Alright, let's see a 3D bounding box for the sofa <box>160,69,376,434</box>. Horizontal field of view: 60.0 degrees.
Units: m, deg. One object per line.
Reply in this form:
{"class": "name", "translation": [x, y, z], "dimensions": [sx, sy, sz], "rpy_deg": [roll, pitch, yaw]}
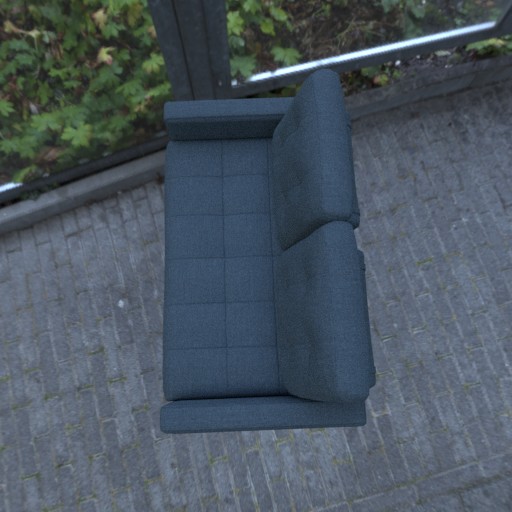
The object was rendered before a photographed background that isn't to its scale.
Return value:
{"class": "sofa", "translation": [0.000, 0.000, 1.936], "dimensions": [0.842, 0.907, 1.407], "rpy_deg": [-2, 76, -1]}
